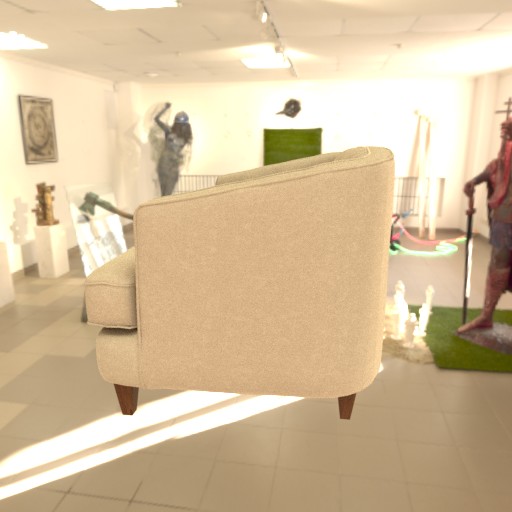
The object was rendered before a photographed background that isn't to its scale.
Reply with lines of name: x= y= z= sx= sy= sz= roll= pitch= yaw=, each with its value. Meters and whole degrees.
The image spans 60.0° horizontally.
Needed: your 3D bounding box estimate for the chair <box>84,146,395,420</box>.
chair: x=0.000 y=0.000 z=1.768 sx=0.941 sy=0.852 sz=1.104 roll=2 pitch=15 yaw=8
